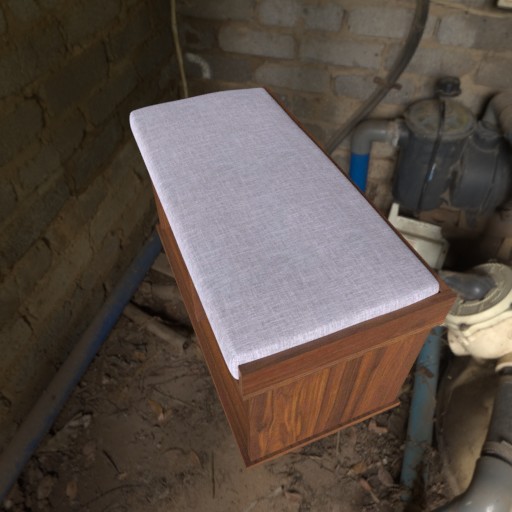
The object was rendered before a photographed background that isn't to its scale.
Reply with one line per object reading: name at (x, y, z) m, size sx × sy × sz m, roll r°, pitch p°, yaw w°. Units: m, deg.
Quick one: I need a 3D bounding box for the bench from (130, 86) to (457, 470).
bench at (0.000, 0.000, 1.006) m, size 0.362 × 0.461 × 0.734 m, roll -17°, pitch 49°, yaw -15°
